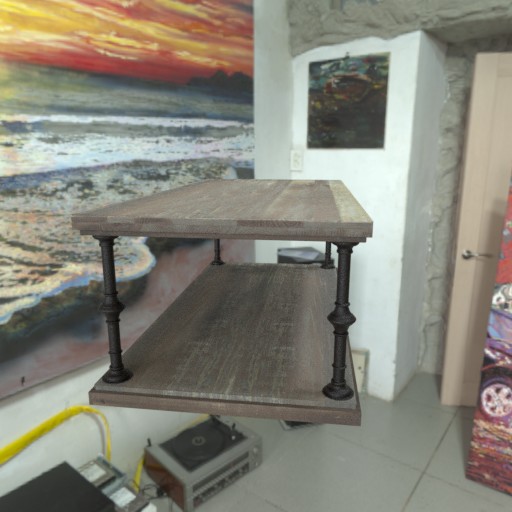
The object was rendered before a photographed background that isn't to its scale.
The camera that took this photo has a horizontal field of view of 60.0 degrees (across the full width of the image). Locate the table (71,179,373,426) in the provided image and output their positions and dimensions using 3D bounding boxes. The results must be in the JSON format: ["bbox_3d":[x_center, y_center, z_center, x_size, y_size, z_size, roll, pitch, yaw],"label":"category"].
[{"bbox_3d":[0.000,0.000,1.367,0.554,0.399,1.088,2,14,8],"label":"table"}]
